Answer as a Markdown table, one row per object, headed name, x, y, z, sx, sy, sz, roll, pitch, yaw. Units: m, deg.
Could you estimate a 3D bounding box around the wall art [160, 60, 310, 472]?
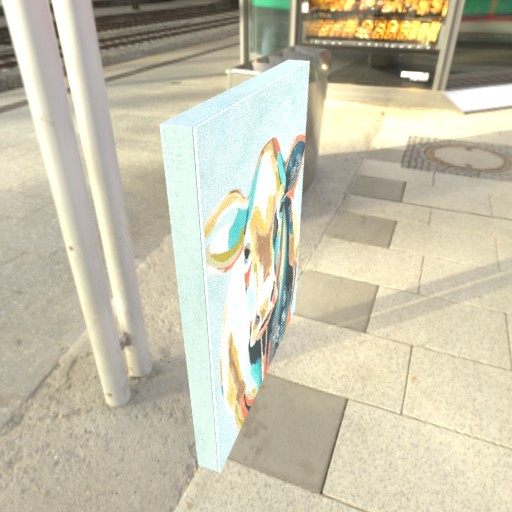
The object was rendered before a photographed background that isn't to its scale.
| name | x | y | z | sx | sy | sz | roll | pitch | yaw |
| --- | --- | --- | --- | --- | --- | --- | --- | --- | --- |
| wall art | 0.000 | 0.000 | 0.690 | 0.037 | 0.509 | 0.409 | 11 | 33 | 17 |
